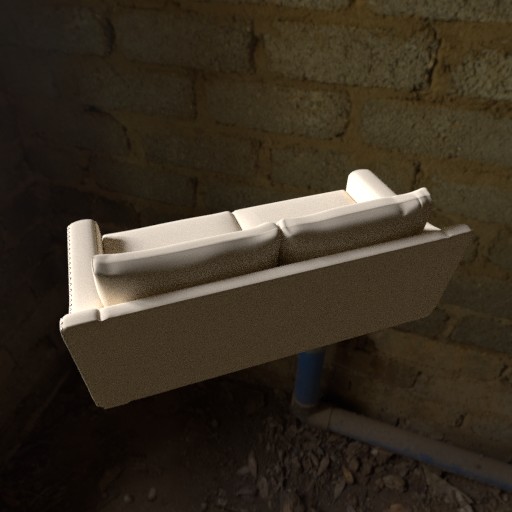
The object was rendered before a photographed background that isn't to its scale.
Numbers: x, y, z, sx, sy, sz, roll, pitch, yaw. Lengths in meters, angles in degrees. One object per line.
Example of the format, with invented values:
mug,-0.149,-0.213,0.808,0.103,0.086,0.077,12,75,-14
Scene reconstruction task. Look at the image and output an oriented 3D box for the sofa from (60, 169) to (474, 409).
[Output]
sofa,0.000,0.000,2.325,1.812,0.830,0.949,-12,42,-14
